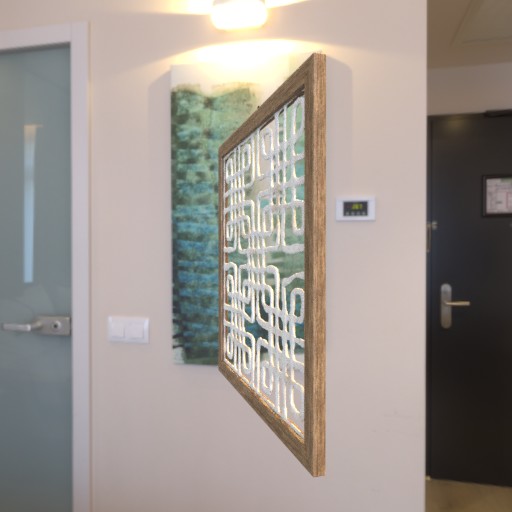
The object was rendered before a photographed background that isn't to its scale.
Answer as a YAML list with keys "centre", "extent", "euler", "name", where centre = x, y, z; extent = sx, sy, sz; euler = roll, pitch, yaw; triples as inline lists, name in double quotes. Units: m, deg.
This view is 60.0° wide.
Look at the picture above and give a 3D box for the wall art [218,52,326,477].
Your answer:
- centre: [0.000, 0.000, 0.853]
  extent: [0.021, 0.582, 0.561]
  euler: [0, 1, -18]
  name: "wall art"
